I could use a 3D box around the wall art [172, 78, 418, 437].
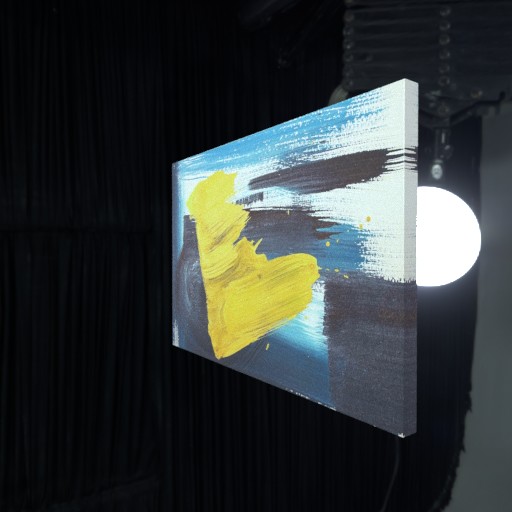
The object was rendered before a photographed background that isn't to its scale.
[{"bbox_3d":[0.000,0.000,1.134,0.039,0.610,0.914,-1,1,-36],"label":"wall art"}]
